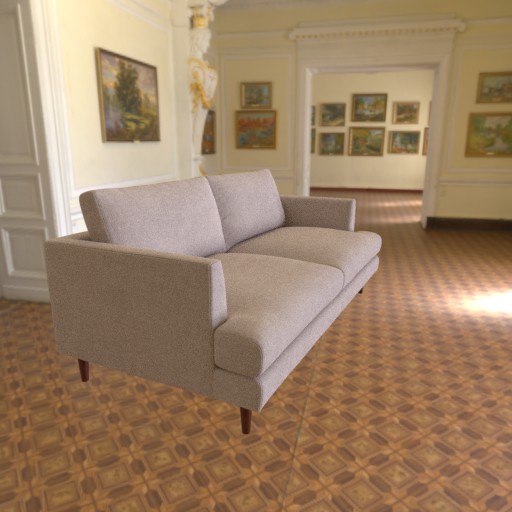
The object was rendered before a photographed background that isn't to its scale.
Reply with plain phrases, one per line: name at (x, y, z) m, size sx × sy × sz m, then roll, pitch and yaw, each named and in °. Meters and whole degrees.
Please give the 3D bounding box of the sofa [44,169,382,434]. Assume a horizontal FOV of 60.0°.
sofa at (0.000, 0.000, 2.495) m, size 1.020 × 0.868 × 1.948 m, roll 7°, pitch 16°, yaw 26°
